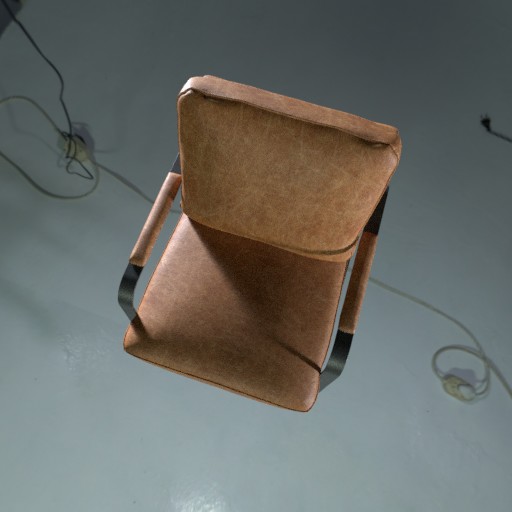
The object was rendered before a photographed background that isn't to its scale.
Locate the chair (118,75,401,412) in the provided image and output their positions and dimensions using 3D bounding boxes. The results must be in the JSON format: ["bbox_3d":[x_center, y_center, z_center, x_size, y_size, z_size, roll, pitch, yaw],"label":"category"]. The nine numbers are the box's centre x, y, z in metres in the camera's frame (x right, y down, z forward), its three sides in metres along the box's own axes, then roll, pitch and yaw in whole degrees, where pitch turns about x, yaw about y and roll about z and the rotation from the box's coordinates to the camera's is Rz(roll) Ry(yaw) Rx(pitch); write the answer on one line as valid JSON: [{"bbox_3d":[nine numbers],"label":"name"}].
[{"bbox_3d":[0.000,0.000,1.343,0.651,0.777,0.801,17,76,5],"label":"chair"}]
